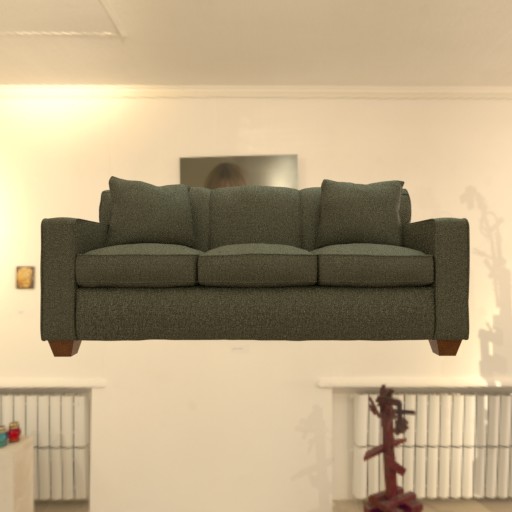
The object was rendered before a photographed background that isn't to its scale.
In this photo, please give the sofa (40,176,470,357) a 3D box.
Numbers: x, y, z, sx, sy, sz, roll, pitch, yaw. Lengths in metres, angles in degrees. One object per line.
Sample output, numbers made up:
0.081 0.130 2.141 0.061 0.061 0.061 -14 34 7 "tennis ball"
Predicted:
0.000 0.000 2.514 2.024 0.958 0.997 0 0 -1 "sofa"
